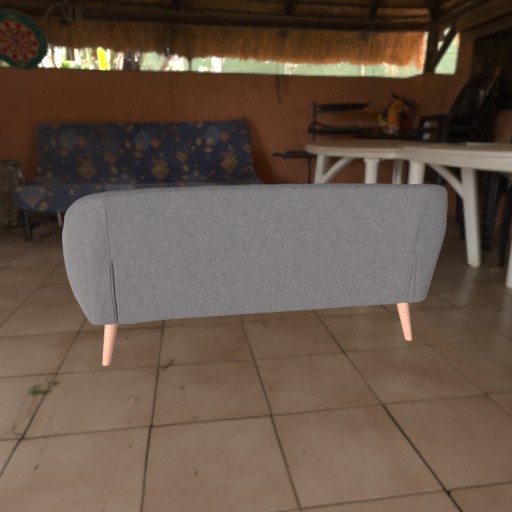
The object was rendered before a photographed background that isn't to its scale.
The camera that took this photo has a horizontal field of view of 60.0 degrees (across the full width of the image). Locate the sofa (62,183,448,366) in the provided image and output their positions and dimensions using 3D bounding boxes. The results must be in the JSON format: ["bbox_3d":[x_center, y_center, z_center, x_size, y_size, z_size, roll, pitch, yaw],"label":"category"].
[{"bbox_3d":[0.000,0.000,2.308,1.840,0.820,0.820,-3,15,-10],"label":"sofa"}]
